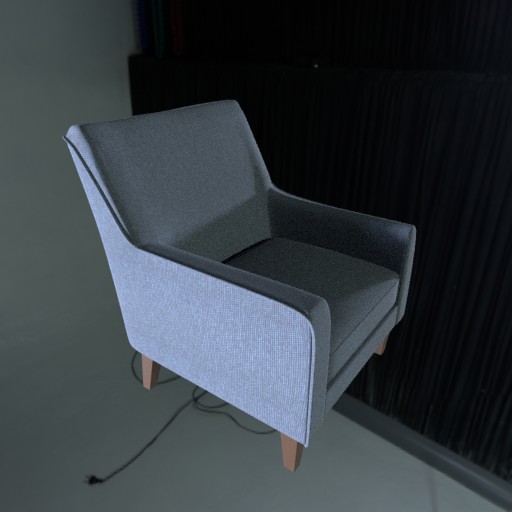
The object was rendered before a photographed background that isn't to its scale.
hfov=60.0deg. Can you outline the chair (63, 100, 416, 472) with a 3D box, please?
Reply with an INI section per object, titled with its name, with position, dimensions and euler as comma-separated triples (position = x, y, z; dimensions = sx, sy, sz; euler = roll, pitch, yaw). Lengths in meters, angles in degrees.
[chair]
position = 0.000, 0.000, 1.561
dimensions = 0.899, 0.919, 0.780
euler = 18, 31, 32
